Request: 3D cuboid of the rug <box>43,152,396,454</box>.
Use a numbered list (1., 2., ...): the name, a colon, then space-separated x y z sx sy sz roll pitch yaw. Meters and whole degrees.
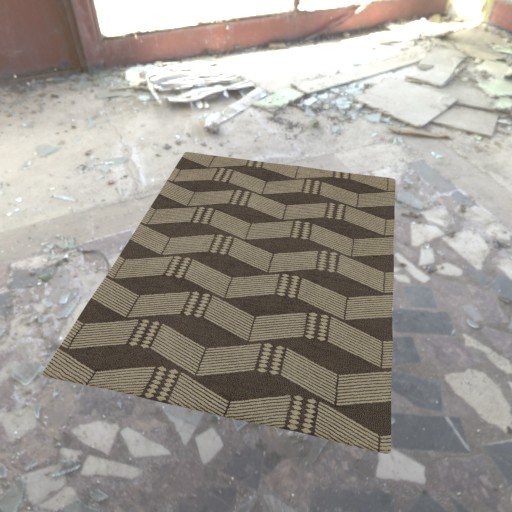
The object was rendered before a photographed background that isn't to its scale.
1. rug: 0.000 0.000 4.014 2.438 0.016 3.048 9 45 9
